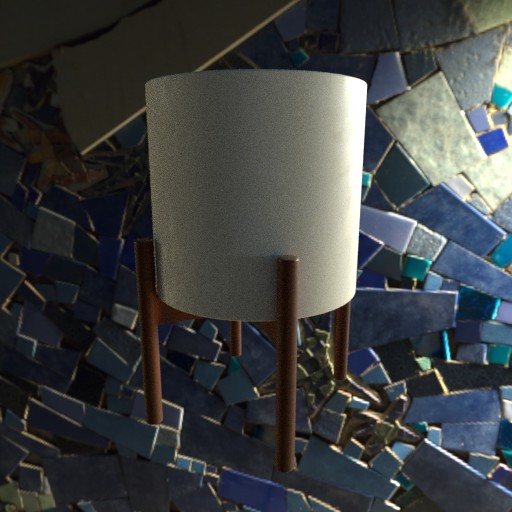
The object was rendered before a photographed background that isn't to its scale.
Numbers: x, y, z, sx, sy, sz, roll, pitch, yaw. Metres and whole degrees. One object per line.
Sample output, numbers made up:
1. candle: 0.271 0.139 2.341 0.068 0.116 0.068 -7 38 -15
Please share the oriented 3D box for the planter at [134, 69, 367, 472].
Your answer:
1. planter: 0.000 0.000 0.936 0.417 0.670 0.417 7 15 26
